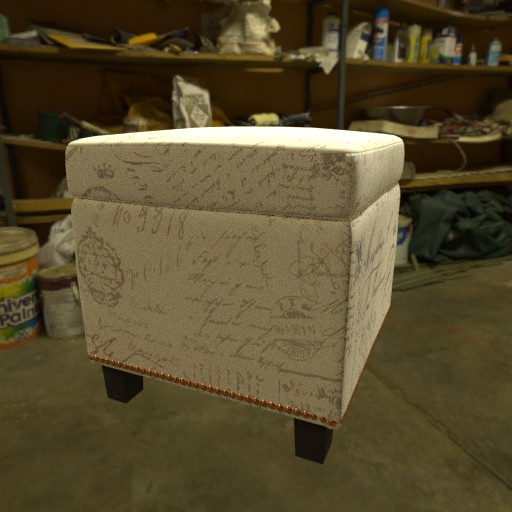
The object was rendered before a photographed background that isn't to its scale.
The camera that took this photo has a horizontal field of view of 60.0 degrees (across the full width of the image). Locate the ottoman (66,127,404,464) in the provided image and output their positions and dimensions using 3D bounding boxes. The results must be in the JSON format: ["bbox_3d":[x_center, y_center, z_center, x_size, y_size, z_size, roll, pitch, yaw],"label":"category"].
[{"bbox_3d":[0.000,0.000,0.817,0.449,0.457,0.450,7,18,23],"label":"ottoman"}]
